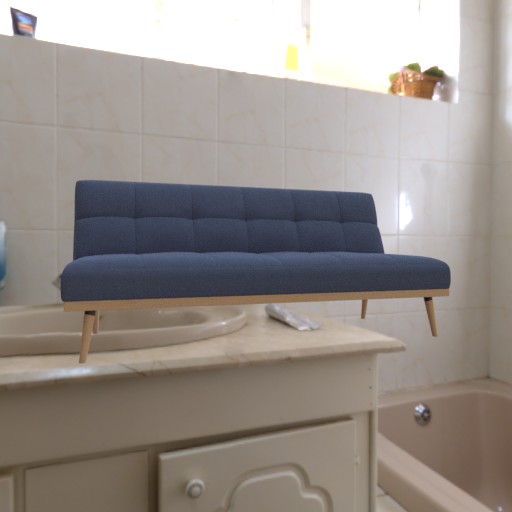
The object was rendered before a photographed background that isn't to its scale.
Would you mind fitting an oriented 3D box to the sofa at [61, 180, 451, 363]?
[{"bbox_3d":[0.000,0.000,2.291,1.800,0.800,0.796,0,1,-18],"label":"sofa"}]
